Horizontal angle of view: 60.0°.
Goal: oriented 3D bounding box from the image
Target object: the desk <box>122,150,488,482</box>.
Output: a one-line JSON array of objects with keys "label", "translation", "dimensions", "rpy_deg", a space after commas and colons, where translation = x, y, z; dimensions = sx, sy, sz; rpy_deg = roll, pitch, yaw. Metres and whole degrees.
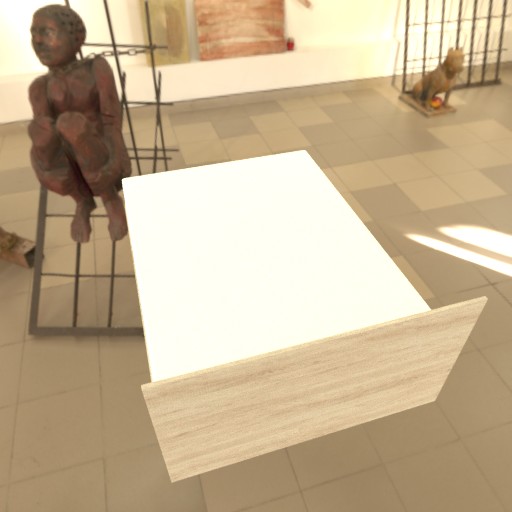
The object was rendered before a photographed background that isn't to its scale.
[{"label": "desk", "translation": [0.000, 0.000, 2.599], "dimensions": [1.400, 0.800, 1.900], "rpy_deg": [-12, 44, -13]}]
